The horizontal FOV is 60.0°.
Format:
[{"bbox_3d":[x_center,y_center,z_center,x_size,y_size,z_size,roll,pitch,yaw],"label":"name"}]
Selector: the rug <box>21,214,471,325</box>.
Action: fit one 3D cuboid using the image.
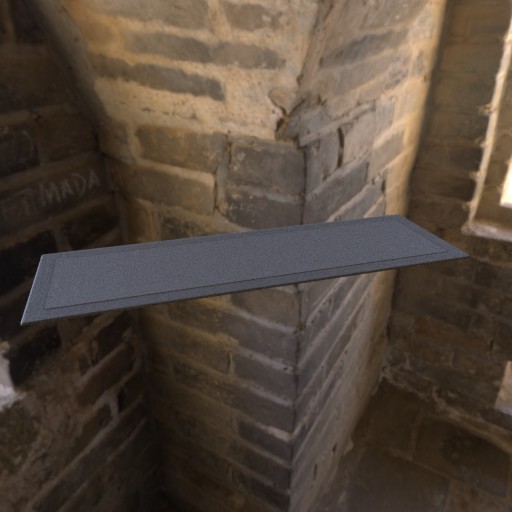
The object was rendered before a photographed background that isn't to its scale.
[{"bbox_3d":[0.000,0.000,2.626,2.430,0.012,0.759,-7,26,-15],"label":"rug"}]
